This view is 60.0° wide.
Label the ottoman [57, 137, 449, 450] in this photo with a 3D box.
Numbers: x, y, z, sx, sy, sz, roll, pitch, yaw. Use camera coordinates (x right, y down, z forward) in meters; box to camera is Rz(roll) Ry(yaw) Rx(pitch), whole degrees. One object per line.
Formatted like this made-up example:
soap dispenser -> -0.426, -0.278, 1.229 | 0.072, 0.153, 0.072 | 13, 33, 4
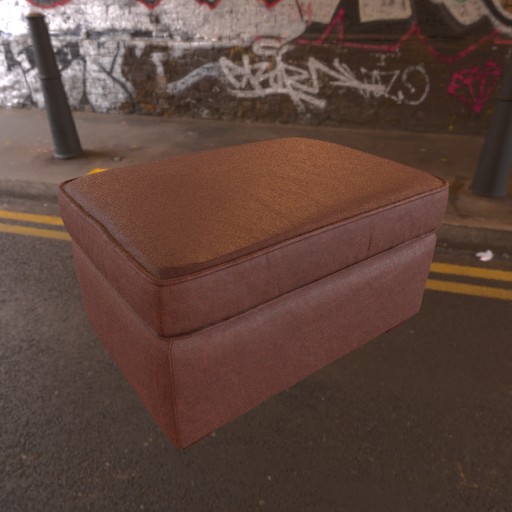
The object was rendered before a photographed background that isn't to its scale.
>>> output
ottoman -> 0.000, 0.000, 1.070 | 0.749, 0.449, 0.548 | -20, 34, -32
